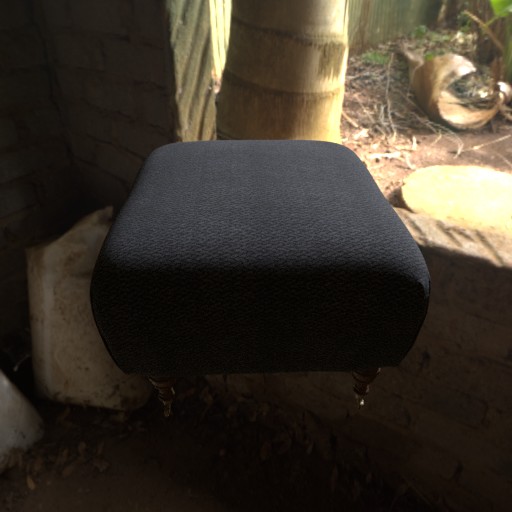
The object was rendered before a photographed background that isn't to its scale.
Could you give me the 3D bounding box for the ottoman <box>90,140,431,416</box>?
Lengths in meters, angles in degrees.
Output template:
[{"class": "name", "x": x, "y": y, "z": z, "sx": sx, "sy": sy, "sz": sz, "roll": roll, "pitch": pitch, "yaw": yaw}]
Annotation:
[{"class": "ottoman", "x": 0.000, "y": 0.000, "z": 1.122, "sx": 0.622, "sy": 0.450, "sz": 0.747, "roll": -1, "pitch": 33, "yaw": -2}]
